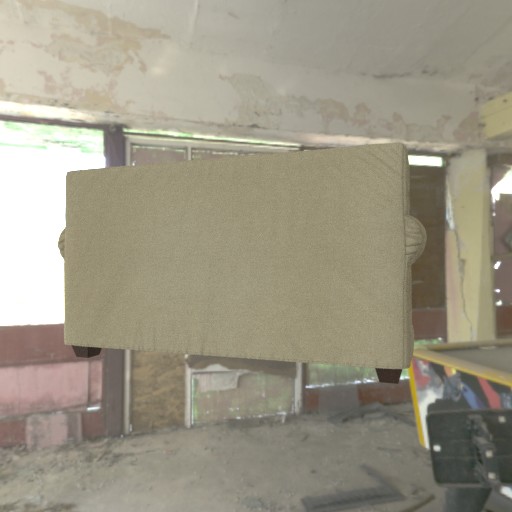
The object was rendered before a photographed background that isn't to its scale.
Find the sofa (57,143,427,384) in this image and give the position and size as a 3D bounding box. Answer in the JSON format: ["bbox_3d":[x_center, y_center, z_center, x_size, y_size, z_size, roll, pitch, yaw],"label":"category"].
[{"bbox_3d":[0.000,0.000,2.200,1.550,0.905,1.070,0,-1,19],"label":"sofa"}]
